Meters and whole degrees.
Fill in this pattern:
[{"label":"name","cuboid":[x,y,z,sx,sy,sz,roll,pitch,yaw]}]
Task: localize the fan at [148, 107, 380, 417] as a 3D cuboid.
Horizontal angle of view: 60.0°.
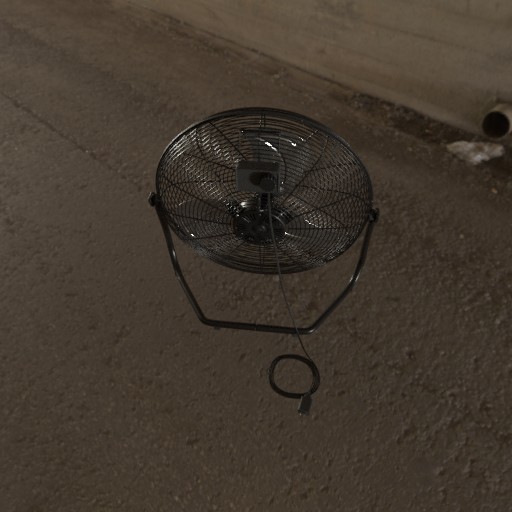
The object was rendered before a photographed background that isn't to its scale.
[{"label":"fan","cuboid":[0.000,0.000,1.015,0.595,0.605,0.470,5,46,5]}]
